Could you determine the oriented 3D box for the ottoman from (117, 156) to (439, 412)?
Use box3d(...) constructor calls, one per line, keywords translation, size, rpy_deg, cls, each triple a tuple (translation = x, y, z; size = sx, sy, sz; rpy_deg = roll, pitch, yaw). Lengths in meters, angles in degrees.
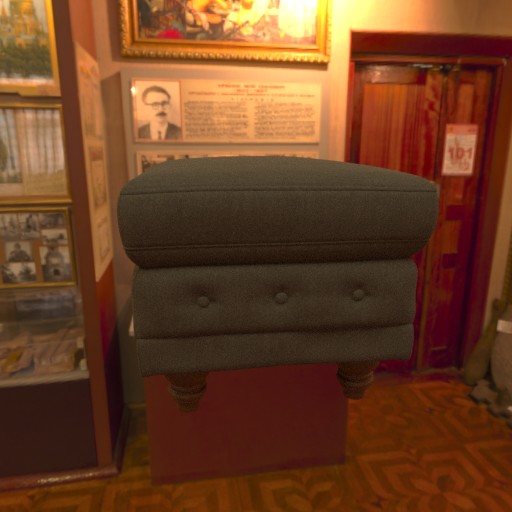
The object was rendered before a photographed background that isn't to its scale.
box3d(translation=(0.000, 0.000, 1.149), size=(0.569, 0.500, 0.771), rpy_deg=(-2, 14, -7), cls="ottoman")
